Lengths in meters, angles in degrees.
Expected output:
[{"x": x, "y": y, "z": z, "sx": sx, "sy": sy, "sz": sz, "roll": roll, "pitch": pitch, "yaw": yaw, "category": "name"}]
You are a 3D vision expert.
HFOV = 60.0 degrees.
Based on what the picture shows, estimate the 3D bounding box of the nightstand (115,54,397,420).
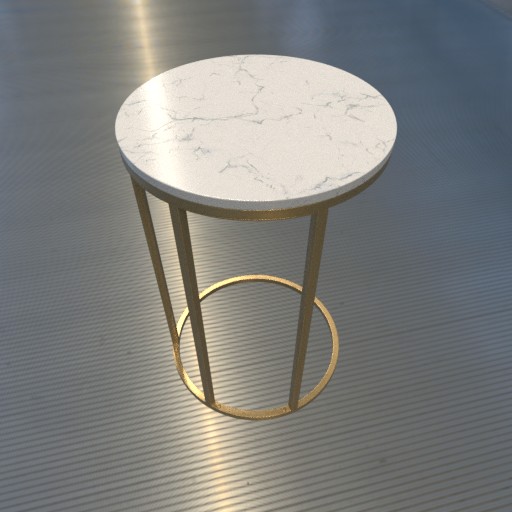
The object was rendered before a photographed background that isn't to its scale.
[{"x": 0.000, "y": 0.000, "z": 0.865, "sx": 0.400, "sy": 0.610, "sz": 0.400, "roll": 24, "pitch": 51, "yaw": 21, "category": "nightstand"}]
